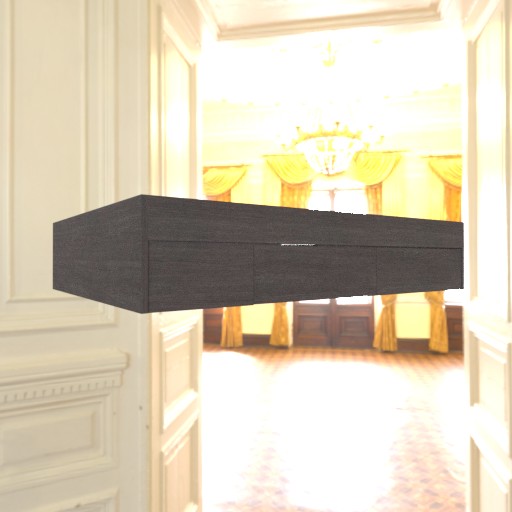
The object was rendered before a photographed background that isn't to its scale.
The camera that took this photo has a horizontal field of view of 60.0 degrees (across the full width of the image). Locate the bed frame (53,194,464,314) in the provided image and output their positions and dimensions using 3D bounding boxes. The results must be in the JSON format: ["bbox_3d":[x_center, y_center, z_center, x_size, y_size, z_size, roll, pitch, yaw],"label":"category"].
[{"bbox_3d":[0.000,0.000,2.610,1.944,0.459,1.448,0,0,-35],"label":"bed frame"}]
